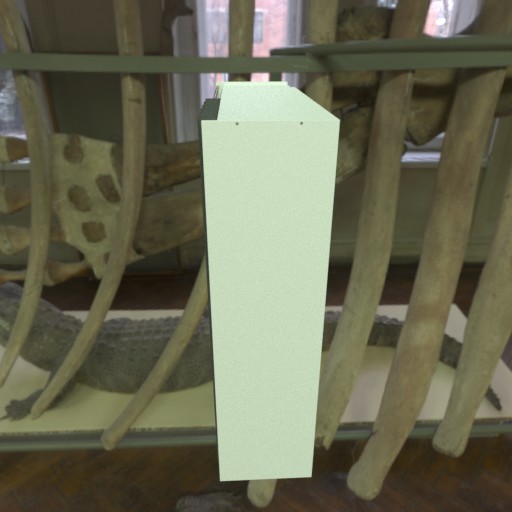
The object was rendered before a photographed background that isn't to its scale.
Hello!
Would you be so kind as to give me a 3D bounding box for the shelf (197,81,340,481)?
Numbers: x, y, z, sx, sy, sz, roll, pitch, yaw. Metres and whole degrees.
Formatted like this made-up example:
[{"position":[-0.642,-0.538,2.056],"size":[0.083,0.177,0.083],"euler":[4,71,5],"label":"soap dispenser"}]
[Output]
[{"position":[0.000,0.000,2.631],"size":[0.500,1.810,1.600],"euler":[-1,26,-3],"label":"shelf"}]
